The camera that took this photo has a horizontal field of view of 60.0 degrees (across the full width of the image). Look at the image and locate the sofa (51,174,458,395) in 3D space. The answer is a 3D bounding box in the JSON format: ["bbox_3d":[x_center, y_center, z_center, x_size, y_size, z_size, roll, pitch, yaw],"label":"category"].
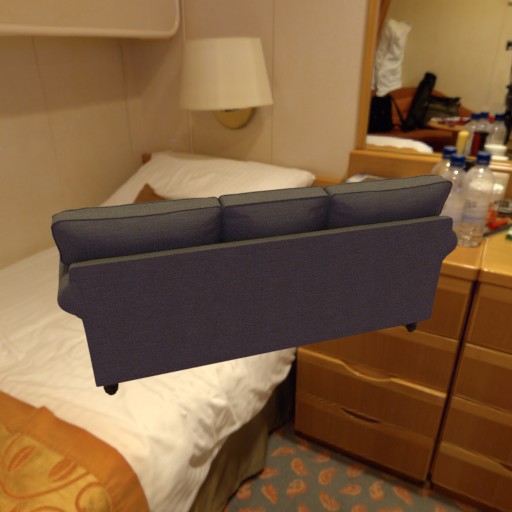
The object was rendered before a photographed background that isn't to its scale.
[{"bbox_3d":[0.000,0.000,2.607,2.084,0.966,0.909,-8,27,-16],"label":"sofa"}]
